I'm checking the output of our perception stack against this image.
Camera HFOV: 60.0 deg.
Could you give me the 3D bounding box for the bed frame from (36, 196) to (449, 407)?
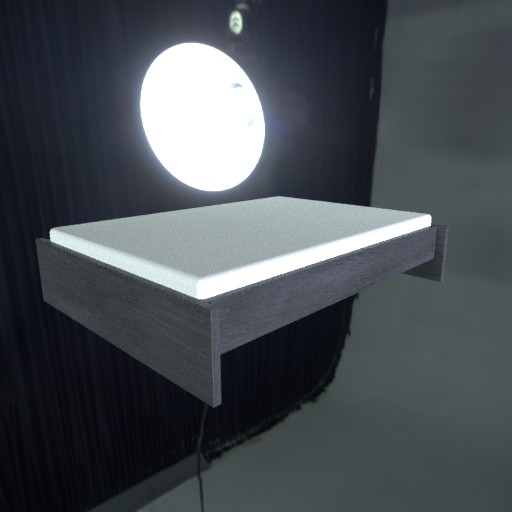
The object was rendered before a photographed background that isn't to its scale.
[{"bbox_3d":[0.000,0.000,2.650,1.490,0.432,1.950,14,21,42],"label":"bed frame"}]
